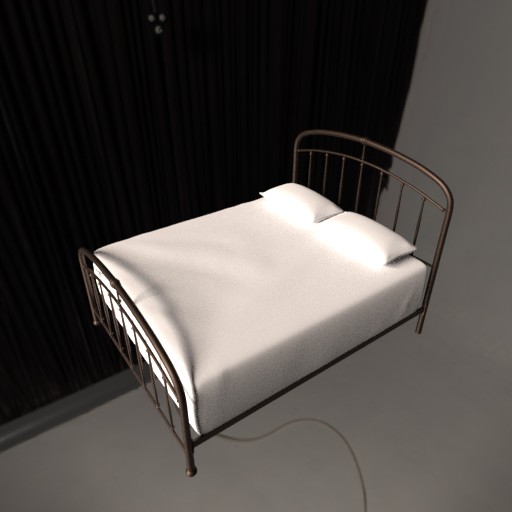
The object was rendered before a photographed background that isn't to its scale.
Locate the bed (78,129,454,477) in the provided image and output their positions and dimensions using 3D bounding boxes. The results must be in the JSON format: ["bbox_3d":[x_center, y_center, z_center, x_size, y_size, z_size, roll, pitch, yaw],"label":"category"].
[{"bbox_3d":[0.000,0.000,3.328,2.180,1.425,1.711,-21,38,-30],"label":"bed"}]
